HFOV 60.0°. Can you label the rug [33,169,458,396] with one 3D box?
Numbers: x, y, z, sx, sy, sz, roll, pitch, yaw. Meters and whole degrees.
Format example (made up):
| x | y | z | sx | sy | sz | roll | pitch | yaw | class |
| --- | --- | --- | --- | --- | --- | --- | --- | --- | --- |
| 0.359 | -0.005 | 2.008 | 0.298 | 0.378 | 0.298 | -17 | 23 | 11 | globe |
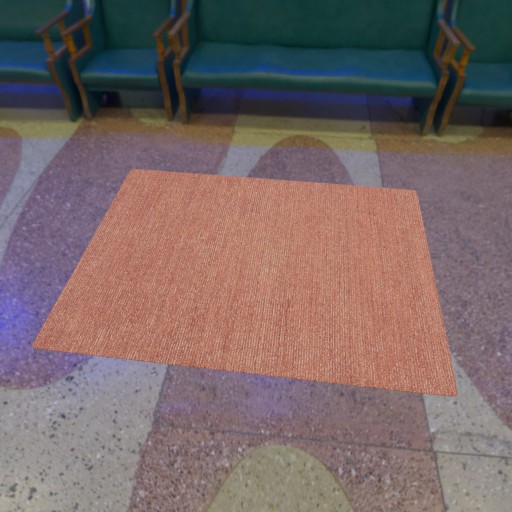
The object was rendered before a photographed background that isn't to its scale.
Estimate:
| x | y | z | sx | sy | sz | roll | pitch | yaw | class |
| --- | --- | --- | --- | --- | --- | --- | --- | --- | --- |
| 0.000 | 0.000 | 2.712 | 2.112 | 0.009 | 1.594 | 5 | 46 | 5 | rug |
